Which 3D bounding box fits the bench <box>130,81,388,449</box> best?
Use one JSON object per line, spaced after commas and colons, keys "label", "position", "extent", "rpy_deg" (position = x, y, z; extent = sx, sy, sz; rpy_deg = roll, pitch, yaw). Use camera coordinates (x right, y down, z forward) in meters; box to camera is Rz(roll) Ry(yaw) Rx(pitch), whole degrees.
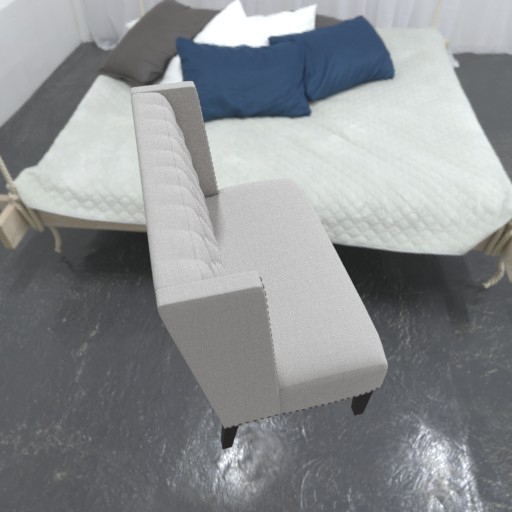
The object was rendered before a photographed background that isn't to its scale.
{"label": "bench", "position": [0.000, 0.000, 2.033], "extent": [0.847, 1.123, 1.280], "rpy_deg": [-10, 48, -10]}
